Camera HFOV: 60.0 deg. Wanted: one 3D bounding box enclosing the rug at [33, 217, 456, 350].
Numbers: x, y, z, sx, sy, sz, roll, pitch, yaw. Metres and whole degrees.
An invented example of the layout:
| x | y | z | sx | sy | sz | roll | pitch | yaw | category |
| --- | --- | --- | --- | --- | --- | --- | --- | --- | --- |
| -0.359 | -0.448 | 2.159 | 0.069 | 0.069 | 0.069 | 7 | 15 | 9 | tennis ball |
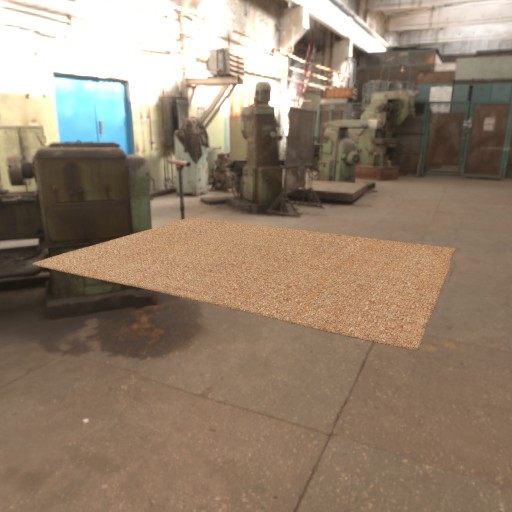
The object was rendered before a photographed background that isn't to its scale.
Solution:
| x | y | z | sx | sy | sz | roll | pitch | yaw | category |
| --- | --- | --- | --- | --- | --- | --- | --- | --- | --- |
| 0.000 | 0.000 | 2.710 | 2.141 | 0.013 | 1.566 | 9 | 18 | 27 | rug |
